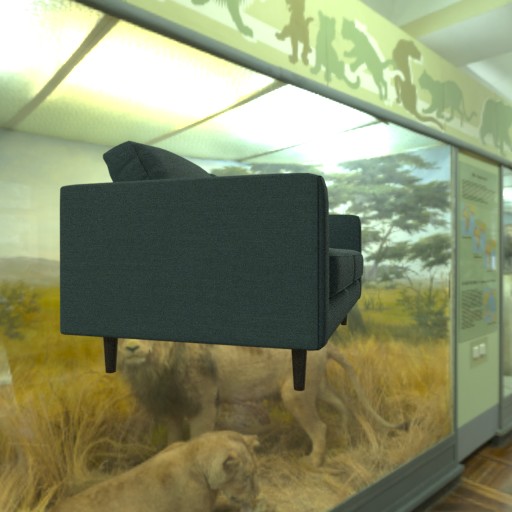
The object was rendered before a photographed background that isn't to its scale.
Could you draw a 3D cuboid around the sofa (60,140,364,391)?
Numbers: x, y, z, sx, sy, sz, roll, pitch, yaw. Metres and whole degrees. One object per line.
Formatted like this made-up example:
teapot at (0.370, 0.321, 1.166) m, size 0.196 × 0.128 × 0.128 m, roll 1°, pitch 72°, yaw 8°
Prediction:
sofa at (0.000, 0.000, 2.267) m, size 0.999 × 0.907 × 1.659 m, roll 0°, pitch 0°, yaw 17°
